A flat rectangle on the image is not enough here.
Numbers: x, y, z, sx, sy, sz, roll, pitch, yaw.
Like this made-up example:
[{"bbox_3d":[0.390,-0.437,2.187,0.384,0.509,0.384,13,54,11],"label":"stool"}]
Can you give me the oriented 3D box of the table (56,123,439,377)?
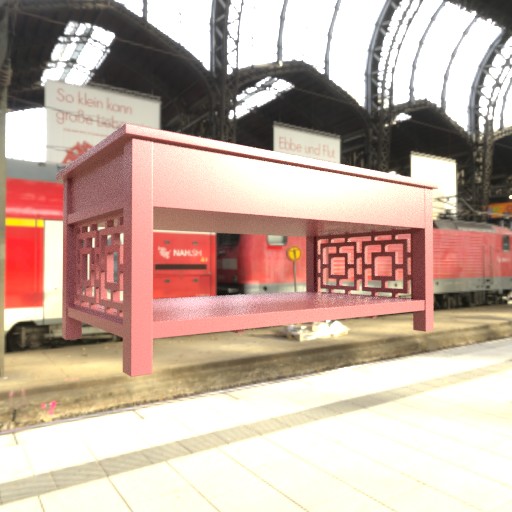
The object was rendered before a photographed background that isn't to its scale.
[{"bbox_3d":[0.000,0.000,1.412,1.068,0.493,0.612,1,-1,-36],"label":"table"}]
